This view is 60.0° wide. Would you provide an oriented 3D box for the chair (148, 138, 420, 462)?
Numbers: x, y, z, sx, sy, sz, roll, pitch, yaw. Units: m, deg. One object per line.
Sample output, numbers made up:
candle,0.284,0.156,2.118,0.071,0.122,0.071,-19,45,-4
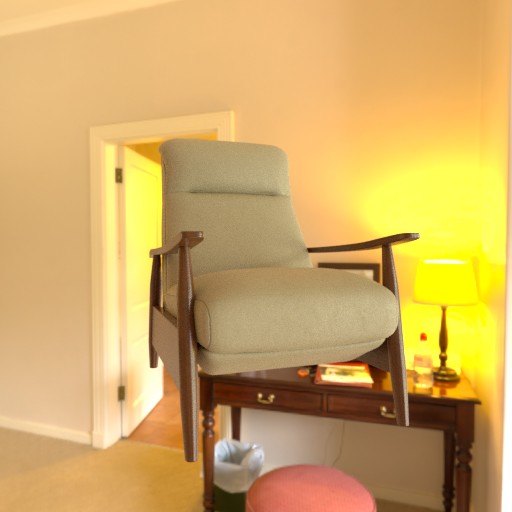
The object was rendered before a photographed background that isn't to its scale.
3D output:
chair,0.000,0.000,1.757,0.762,1.082,1.014,-1,2,-19
